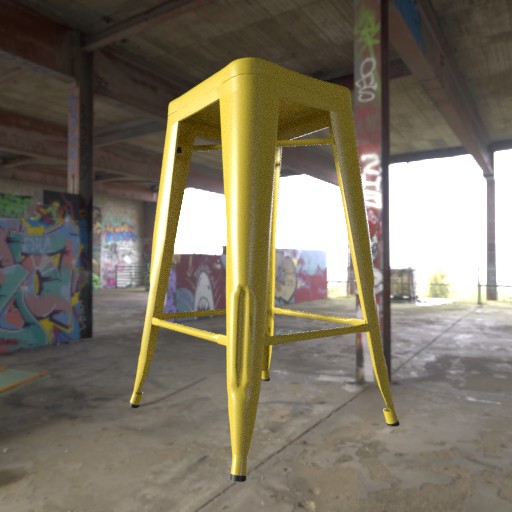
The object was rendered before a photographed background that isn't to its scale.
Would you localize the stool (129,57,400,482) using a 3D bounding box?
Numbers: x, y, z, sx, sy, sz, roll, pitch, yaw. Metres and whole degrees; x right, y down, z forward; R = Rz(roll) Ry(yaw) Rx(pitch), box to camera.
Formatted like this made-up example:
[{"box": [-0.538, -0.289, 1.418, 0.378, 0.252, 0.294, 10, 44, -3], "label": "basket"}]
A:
[{"box": [0.000, 0.000, 0.849, 0.359, 0.609, 0.399, 0, -1, -37], "label": "stool"}]
